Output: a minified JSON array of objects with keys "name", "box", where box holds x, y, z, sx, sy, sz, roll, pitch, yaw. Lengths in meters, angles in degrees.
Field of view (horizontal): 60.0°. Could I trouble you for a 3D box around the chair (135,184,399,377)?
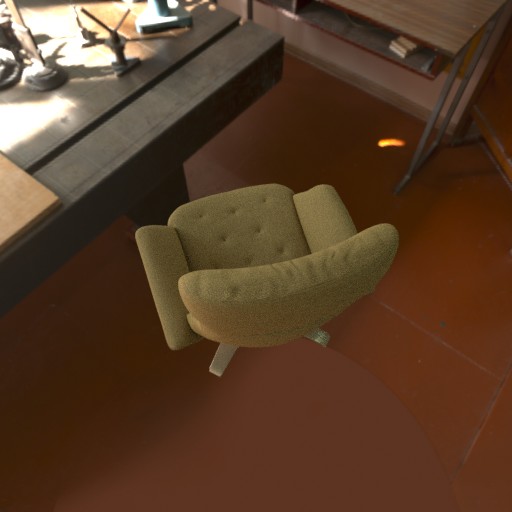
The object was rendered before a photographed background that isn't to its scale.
[{"name":"chair","box":[0.000,0.000,1.574,0.785,0.995,0.837,-15,60,-9]}]
